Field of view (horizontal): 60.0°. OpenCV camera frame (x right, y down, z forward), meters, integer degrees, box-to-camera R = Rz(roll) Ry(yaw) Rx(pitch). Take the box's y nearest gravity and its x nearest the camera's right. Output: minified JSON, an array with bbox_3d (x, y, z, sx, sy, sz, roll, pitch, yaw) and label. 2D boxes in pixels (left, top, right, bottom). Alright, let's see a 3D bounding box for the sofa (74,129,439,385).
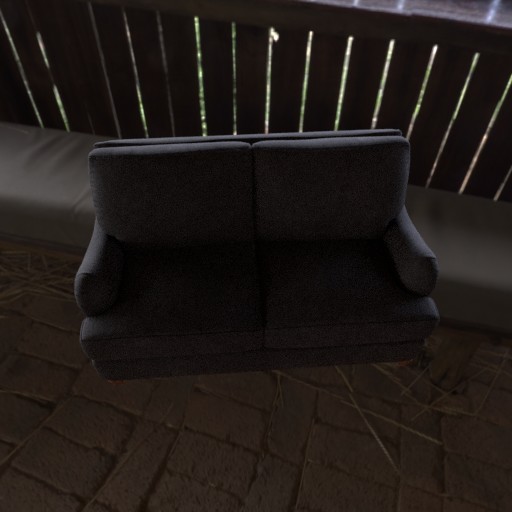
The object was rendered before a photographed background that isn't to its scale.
[{"bbox_3d":[0.000,0.000,2.533,1.853,1.101,1.084,-3,46,-3],"label":"sofa"}]
